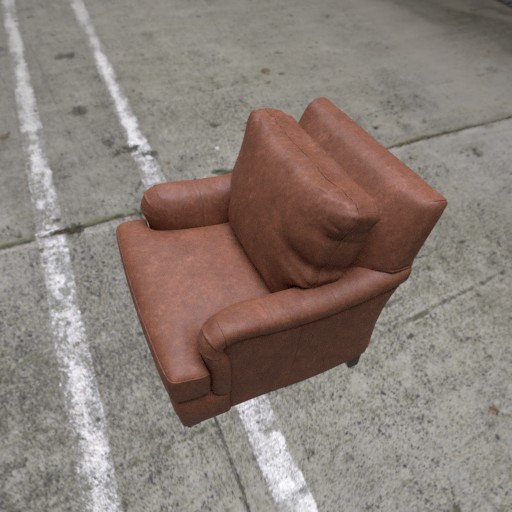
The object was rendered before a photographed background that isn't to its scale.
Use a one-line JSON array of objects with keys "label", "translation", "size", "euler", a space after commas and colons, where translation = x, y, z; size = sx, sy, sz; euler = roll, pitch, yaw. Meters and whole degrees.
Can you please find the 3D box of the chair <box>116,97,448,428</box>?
[{"label": "chair", "translation": [0.000, 0.000, 2.042], "size": [1.158, 1.055, 0.986], "euler": [-18, 48, -16]}]
